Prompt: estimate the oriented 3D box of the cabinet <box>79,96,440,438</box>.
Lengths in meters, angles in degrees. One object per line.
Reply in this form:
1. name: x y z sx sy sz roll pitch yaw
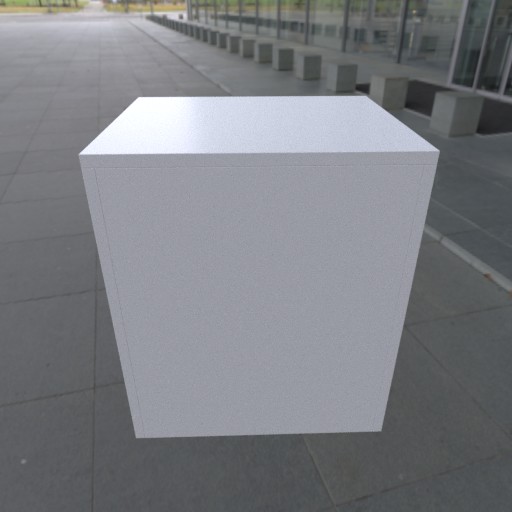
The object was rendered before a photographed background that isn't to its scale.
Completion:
1. cabinet: 0.000 0.000 0.763 0.400 0.470 0.360 -1 30 -2
